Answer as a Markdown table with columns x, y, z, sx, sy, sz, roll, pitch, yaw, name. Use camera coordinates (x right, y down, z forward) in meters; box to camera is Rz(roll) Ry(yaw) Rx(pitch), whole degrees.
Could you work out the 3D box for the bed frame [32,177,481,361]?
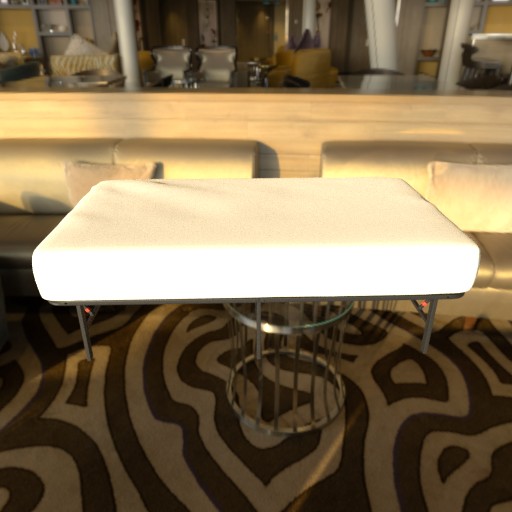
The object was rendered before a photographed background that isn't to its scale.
| x | y | z | sx | sy | sz | roll | pitch | yaw | name |
| --- | --- | --- | --- | --- | --- | --- | --- | --- | --- |
| 0.000 | 0.000 | 2.396 | 1.908 | 0.640 | 1.025 | -1 | 26 | -2 | bed frame |
